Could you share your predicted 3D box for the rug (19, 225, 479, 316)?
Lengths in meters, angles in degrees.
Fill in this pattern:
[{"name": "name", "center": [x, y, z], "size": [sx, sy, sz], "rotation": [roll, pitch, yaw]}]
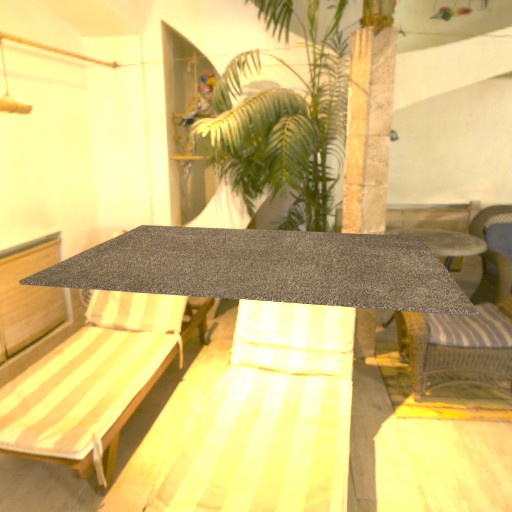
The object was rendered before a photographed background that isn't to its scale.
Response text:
[{"name": "rug", "center": [0.000, 0.000, 3.393], "size": [2.699, 0.026, 1.802], "rotation": [3, 16, 10]}]
